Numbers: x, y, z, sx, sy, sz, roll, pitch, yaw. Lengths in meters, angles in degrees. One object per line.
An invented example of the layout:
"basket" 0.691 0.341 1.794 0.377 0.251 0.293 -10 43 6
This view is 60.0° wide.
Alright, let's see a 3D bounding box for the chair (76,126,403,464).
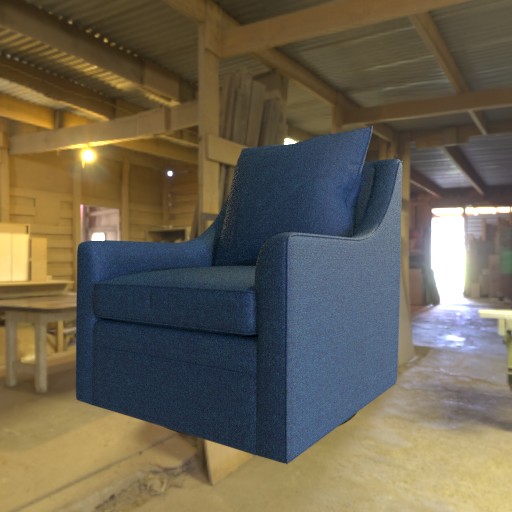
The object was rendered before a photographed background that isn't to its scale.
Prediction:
"chair" 0.000 0.000 1.496 0.750 0.939 0.870 0 0 35
